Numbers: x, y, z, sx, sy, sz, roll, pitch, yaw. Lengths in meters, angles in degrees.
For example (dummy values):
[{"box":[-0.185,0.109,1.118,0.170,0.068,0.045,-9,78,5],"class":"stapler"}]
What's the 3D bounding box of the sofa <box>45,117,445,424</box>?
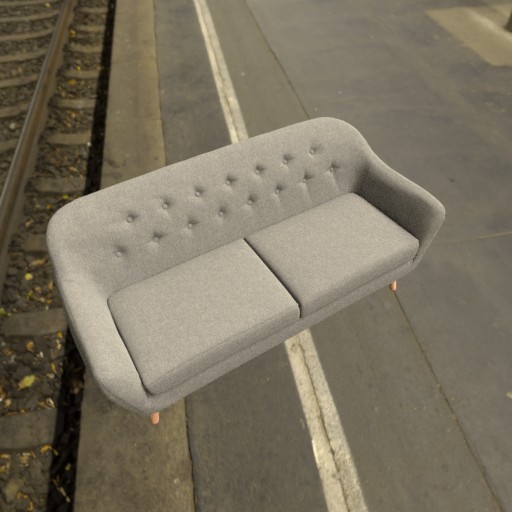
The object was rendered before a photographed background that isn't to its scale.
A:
[{"box":[0.000,0.000,2.248,1.840,0.820,0.820,-24,51,-21],"class":"sofa"}]
